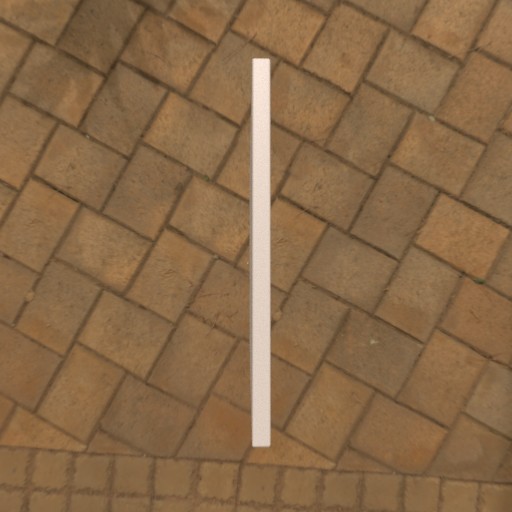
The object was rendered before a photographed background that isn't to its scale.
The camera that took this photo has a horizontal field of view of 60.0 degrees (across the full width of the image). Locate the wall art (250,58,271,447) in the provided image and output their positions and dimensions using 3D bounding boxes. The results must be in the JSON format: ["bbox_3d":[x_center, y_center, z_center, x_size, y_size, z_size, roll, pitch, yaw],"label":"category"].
[{"bbox_3d":[0.000,0.000,1.038,0.026,0.813,0.556,0,89,-1],"label":"wall art"}]
